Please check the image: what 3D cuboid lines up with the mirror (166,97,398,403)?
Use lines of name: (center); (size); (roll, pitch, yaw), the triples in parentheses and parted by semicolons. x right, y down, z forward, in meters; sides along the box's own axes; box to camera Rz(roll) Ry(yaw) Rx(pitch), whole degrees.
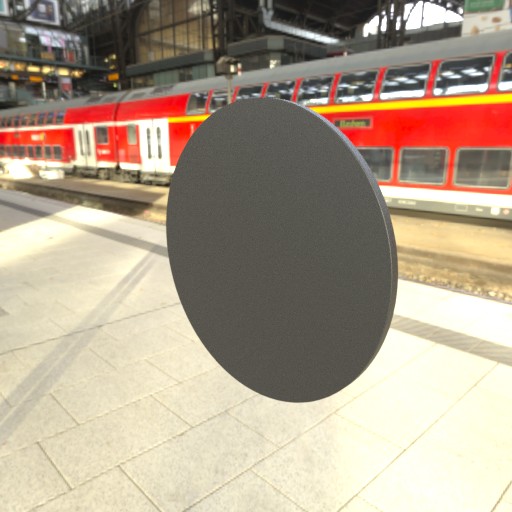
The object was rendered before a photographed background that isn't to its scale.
mirror: (0.000, 0.000, 1.596); (1.077, 1.077, 0.036); (14, 20, 43)
